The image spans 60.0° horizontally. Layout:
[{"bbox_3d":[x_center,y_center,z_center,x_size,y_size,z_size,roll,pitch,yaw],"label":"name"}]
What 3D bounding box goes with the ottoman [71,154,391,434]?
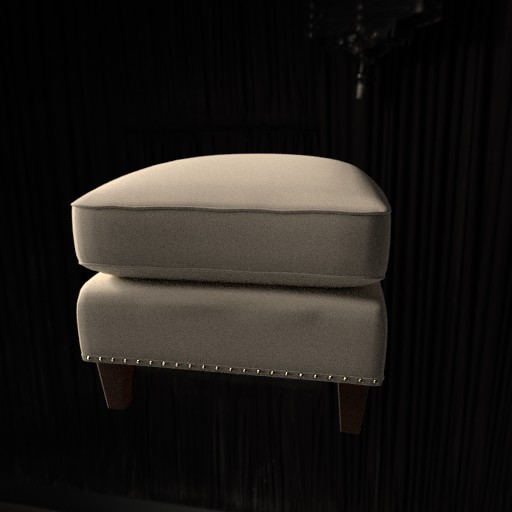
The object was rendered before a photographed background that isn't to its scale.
[{"bbox_3d":[0.000,0.000,1.143,0.584,0.513,0.741,2,14,9],"label":"ottoman"}]
